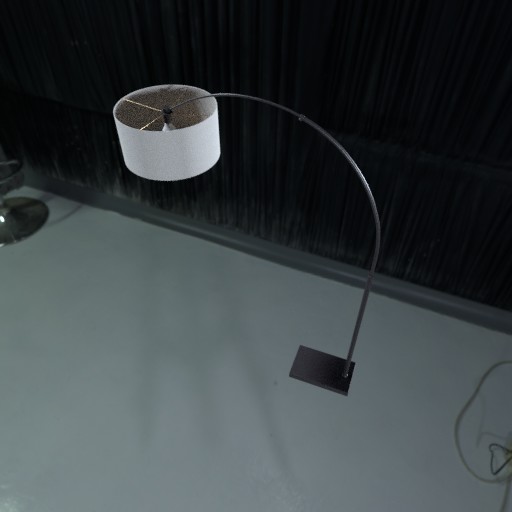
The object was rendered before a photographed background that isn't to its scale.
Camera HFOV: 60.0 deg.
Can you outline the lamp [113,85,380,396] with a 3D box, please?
[{"bbox_3d":[0.000,0.000,2.599,1.424,1.927,0.493,15,46,15],"label":"lamp"}]
